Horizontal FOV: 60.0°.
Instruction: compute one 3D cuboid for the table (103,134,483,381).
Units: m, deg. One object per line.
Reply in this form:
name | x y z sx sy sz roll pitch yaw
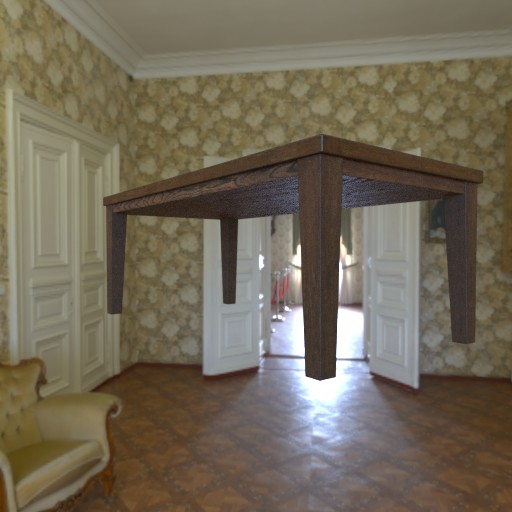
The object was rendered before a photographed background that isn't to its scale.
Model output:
table | 0.000 0.000 2.438 1.016 0.762 1.981 0 1 -37
